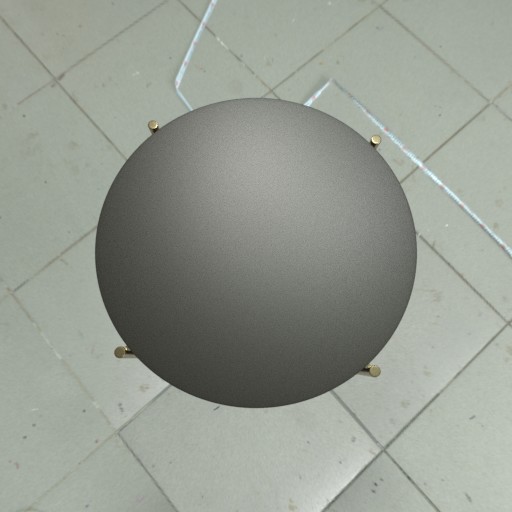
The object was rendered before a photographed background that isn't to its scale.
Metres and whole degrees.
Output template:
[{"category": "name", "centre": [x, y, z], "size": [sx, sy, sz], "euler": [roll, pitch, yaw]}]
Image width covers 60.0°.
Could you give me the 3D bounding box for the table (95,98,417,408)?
[{"category": "table", "centre": [0.000, 0.000, 1.489], "size": [0.938, 0.400, 0.938], "euler": [19, 76, 5]}]
